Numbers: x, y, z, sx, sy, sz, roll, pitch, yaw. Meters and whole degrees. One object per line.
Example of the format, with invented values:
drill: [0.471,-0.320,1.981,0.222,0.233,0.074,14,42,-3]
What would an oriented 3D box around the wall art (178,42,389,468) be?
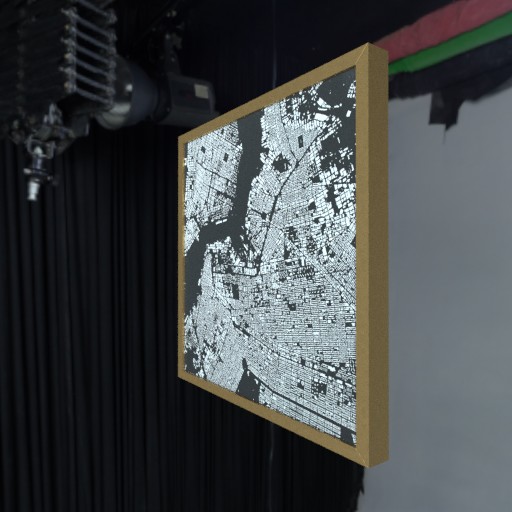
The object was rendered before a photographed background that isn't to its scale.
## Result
wall art: [0.000,0.000,1.883,0.095,1.284,1.284,0,0,-36]
